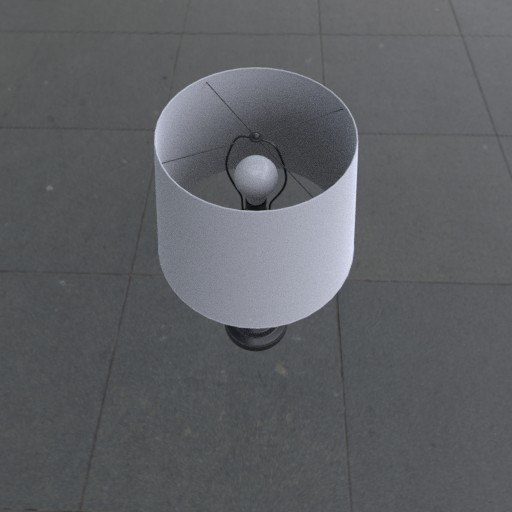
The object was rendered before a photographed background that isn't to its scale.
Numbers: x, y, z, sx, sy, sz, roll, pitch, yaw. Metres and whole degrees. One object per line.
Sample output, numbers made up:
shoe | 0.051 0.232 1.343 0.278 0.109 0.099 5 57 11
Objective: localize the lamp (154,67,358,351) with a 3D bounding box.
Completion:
lamp | 0.000 0.000 0.804 0.331 0.594 0.331 0 58 0
